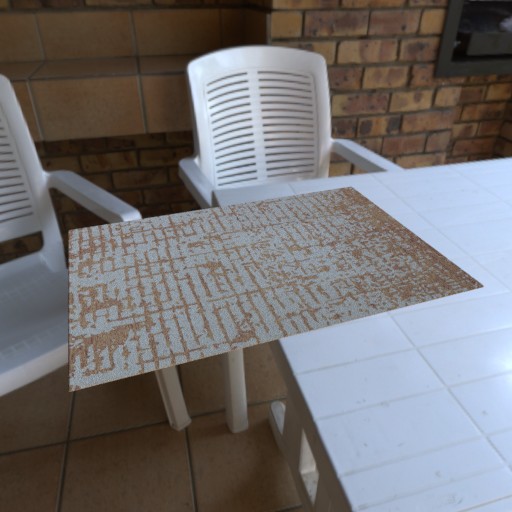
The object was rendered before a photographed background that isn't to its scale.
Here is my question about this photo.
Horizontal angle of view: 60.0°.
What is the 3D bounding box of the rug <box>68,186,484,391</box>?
[{"bbox_3d":[0.000,0.000,2.292,1.829,0.011,1.219,-11,34,-17],"label":"rug"}]
